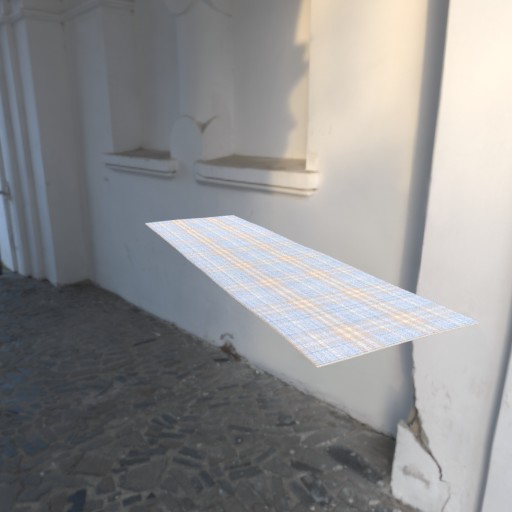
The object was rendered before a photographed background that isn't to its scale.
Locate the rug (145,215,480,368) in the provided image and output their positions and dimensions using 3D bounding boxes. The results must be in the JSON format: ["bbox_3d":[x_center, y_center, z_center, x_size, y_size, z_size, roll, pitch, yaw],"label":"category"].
[{"bbox_3d":[0.000,0.000,2.630,0.762,0.013,2.439,-8,18,-25],"label":"rug"}]
